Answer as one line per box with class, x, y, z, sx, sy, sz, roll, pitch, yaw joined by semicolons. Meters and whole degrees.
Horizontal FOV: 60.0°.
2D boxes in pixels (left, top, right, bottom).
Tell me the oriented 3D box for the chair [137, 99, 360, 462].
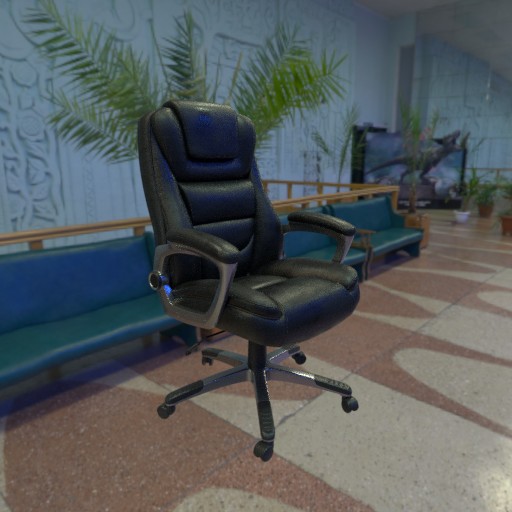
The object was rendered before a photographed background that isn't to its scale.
chair;0.000;0.000;1.558;0.689;1.075;0.697;13;18;43
